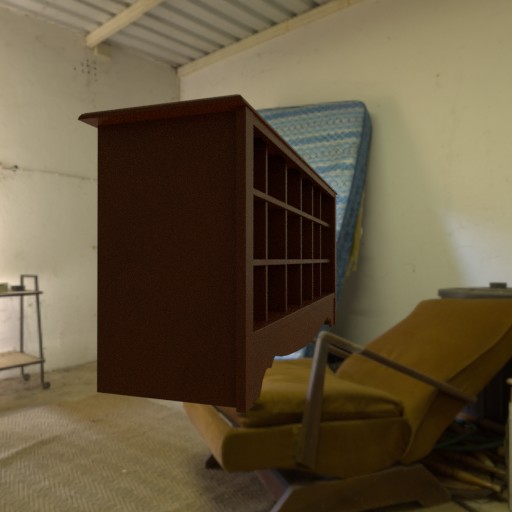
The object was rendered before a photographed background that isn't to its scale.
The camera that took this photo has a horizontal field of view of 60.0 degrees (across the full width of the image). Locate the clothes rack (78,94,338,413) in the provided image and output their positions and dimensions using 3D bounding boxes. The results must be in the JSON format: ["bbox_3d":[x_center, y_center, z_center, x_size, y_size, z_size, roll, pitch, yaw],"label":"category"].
[{"bbox_3d":[0.000,0.000,1.451,0.362,0.594,1.251,0,0,18],"label":"clothes rack"}]
